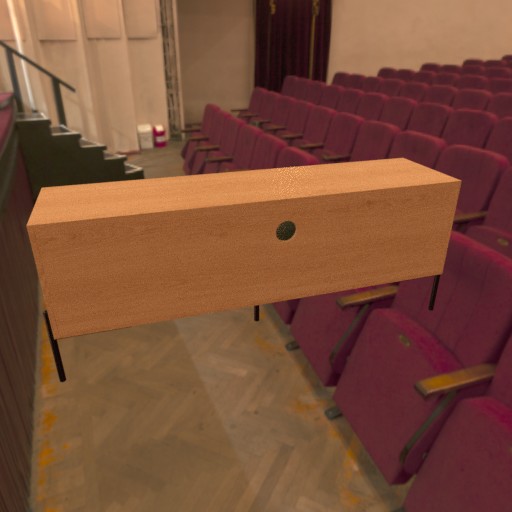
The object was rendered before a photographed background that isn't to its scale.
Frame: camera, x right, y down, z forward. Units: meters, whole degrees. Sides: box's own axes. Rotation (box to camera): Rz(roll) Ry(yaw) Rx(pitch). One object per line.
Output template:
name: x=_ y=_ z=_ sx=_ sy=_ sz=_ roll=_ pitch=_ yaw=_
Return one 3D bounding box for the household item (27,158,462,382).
household item: x=0.000 y=0.000 z=1.778 sx=1.550 sy=0.600 sz=0.400 roll=-8 pitch=27 yaw=-16
